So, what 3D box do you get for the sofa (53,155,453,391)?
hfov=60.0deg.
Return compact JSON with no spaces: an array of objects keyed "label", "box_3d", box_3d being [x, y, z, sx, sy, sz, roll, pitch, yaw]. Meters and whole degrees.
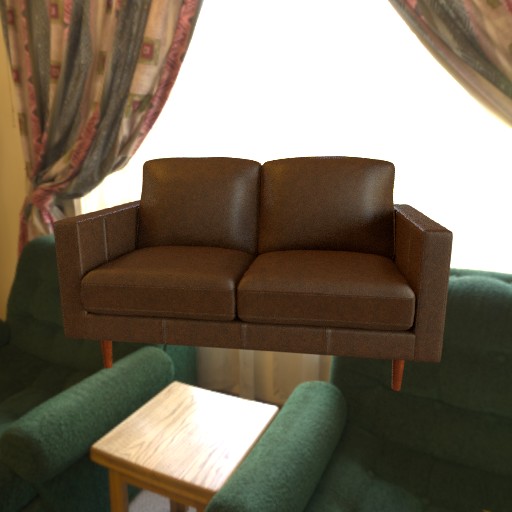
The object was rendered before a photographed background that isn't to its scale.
[{"label":"sofa","box_3d":[0.000,0.000,2.160,1.578,0.951,0.909,2,13,8]}]
